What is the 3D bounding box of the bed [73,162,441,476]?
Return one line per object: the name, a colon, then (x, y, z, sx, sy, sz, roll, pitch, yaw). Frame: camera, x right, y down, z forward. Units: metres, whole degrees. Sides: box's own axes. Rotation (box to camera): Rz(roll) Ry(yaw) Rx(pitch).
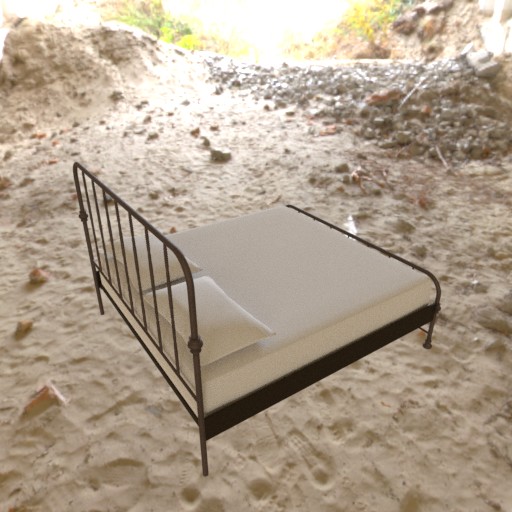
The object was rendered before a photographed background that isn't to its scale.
bed: (0.000, 0.000, 3.513, 2.134, 1.446, 2.044, -18, 32, -30)
